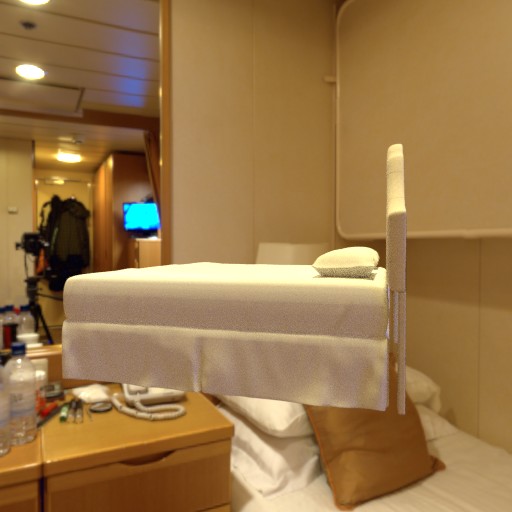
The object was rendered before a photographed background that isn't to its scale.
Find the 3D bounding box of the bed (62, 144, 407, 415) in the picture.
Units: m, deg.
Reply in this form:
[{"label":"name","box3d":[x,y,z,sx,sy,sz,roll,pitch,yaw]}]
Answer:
[{"label":"bed","box3d":[0.000,0.000,3.558,2.214,1.615,2.008,0,1,17]}]
